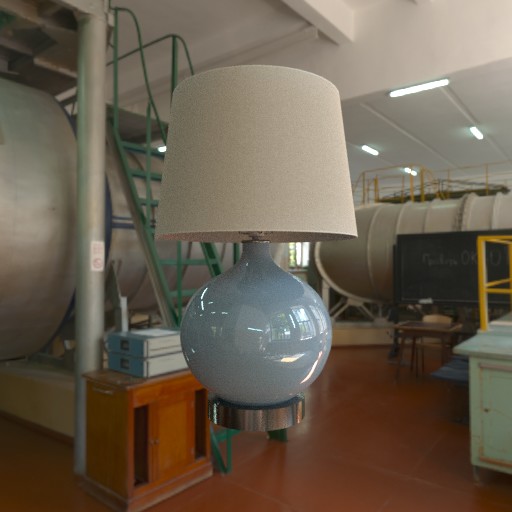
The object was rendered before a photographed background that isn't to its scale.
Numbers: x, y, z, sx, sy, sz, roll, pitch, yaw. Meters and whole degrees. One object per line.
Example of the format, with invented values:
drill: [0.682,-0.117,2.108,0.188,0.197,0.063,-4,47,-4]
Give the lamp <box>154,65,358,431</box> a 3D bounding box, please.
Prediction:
lamp: [0.000,0.000,0.550,0.247,0.387,0.247,0,-1,0]
